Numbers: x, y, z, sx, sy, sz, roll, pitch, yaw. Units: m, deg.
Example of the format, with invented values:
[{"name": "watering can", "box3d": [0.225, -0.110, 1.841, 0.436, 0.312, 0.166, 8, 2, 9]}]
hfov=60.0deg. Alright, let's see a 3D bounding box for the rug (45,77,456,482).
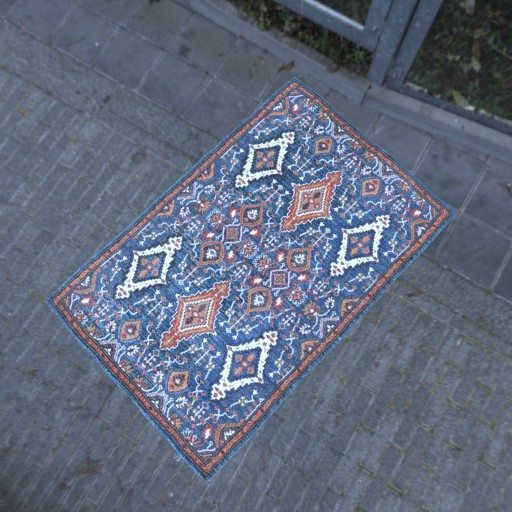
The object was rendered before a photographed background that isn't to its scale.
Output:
[{"name": "rug", "box3d": [0.000, 0.000, 2.288, 1.195, 0.014, 1.847, 44, 80, 10]}]
